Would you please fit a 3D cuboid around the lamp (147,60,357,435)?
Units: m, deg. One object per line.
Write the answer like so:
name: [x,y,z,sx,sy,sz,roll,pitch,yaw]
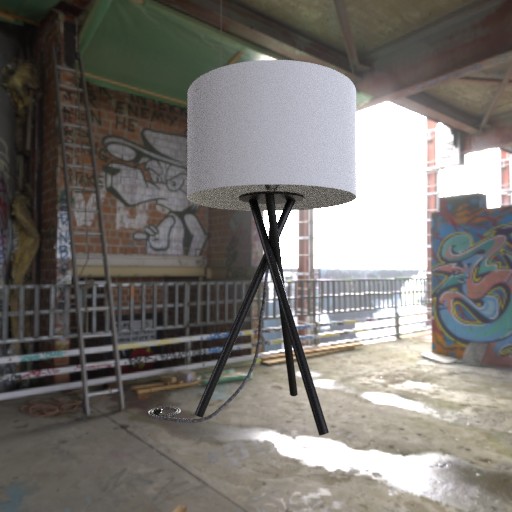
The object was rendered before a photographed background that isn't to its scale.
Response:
lamp: [0.000,0.000,0.926,0.422,0.674,0.353,1,-2,-19]
